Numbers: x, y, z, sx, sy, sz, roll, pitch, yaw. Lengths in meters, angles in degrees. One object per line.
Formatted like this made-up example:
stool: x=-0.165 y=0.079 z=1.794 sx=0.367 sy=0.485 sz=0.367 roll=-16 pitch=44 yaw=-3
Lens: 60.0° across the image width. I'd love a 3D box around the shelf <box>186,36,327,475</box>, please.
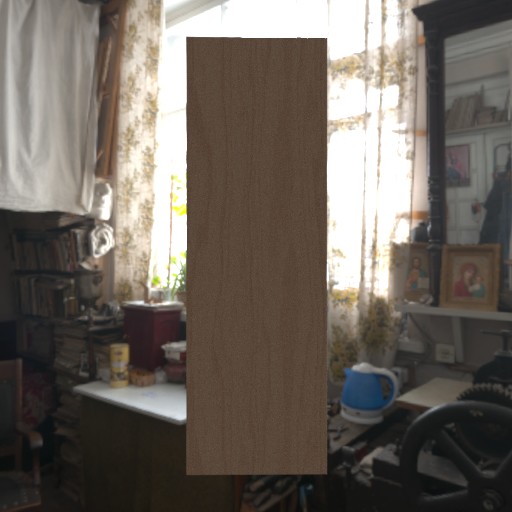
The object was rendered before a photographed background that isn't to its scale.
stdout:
shelf: x=0.000 y=0.000 z=1.061 sx=0.290 sy=0.900 sz=0.300 roll=0 pitch=0 yaw=-1
